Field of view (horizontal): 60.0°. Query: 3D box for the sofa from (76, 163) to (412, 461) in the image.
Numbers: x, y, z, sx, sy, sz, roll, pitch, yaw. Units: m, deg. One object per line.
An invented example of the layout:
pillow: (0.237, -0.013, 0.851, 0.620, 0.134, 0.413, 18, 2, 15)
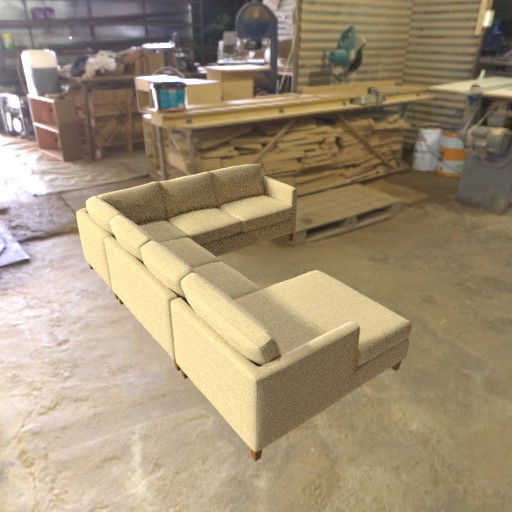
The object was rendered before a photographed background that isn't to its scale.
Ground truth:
sofa: (0.000, 0.000, 4.591, 2.594, 0.961, 3.460, -19, 32, -32)
